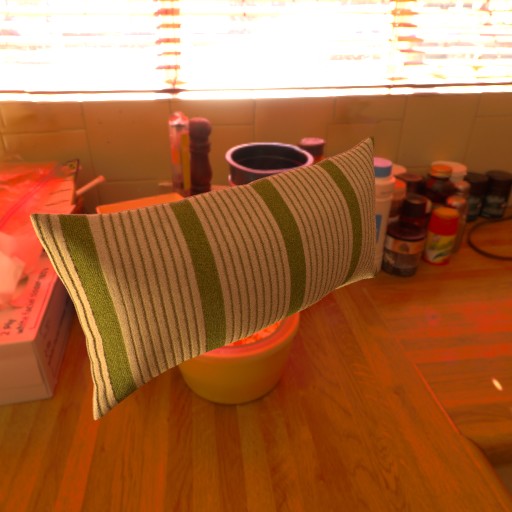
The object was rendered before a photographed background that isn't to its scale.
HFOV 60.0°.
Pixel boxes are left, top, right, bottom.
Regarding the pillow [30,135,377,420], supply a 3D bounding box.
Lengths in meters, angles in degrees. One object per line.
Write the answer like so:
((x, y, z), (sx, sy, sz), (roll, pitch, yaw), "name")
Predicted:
((0.000, 0.000, 0.720), (0.608, 0.292, 0.156), (-21, 36, -32), "pillow")
